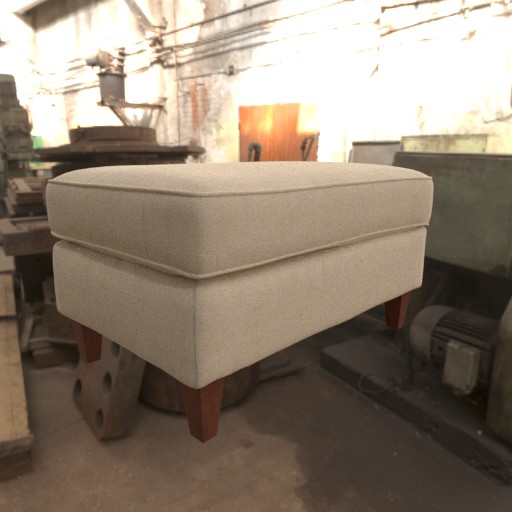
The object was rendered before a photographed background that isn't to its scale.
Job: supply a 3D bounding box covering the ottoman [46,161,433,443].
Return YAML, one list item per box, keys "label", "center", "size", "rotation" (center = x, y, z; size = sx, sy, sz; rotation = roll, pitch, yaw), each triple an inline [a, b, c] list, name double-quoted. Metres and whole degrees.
- label: "ottoman"
  center: [0.000, 0.000, 1.168]
  size: [0.583, 0.484, 0.862]
  rotation: [13, 18, 43]
